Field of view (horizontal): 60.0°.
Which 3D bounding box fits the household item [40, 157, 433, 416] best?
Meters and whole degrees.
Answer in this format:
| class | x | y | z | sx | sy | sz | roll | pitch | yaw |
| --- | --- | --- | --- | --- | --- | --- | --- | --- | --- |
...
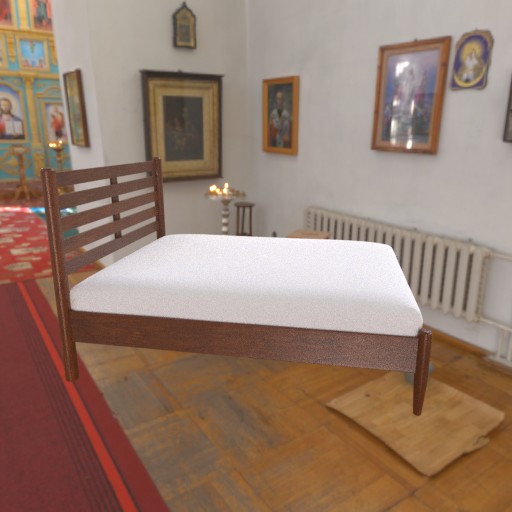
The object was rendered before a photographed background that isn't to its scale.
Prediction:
| class | x | y | z | sx | sy | sz | roll | pitch | yaw |
| --- | --- | --- | --- | --- | --- | --- | --- | --- | --- |
| household item | 0.000 | 0.000 | 3.288 | 2.232 | 1.356 | 1.663 | 3 | 15 | 10 |
